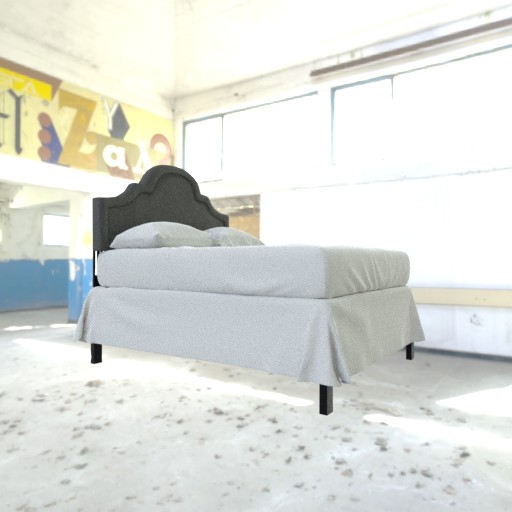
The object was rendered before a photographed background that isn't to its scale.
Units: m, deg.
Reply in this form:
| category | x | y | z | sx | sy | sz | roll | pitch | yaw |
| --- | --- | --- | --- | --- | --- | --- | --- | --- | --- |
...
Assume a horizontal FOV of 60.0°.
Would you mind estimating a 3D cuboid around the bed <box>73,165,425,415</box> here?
| category | x | y | z | sx | sy | sz | roll | pitch | yaw |
| --- | --- | --- | --- | --- | --- | --- | --- | --- | --- |
| bed | 0.000 | 0.000 | 3.468 | 2.222 | 1.634 | 1.780 | 0 | 0 | 35 |
